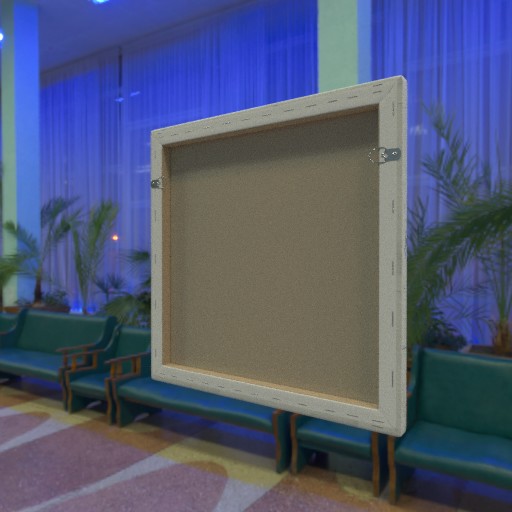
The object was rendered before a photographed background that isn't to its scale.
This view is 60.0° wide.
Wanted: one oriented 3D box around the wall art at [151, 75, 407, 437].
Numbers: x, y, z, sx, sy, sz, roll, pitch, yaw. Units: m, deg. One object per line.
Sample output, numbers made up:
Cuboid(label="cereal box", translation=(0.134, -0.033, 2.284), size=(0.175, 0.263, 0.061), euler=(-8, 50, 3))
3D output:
Cuboid(label="wall art", translation=(0.000, 0.000, 1.154), size=(0.762, 0.762, 0.038), euler=(0, 1, 34))
